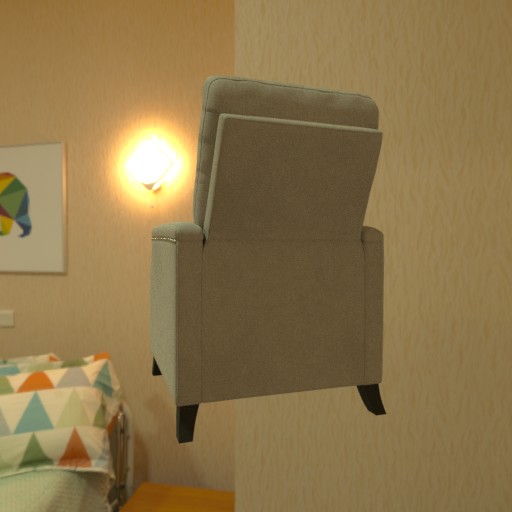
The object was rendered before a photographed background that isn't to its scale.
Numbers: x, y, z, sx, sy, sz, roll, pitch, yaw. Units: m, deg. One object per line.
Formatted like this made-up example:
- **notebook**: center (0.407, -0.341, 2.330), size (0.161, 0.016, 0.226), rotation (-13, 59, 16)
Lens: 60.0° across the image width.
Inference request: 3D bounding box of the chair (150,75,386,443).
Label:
- **chair**: center (0.000, 0.000, 1.667), size (0.710, 1.049, 0.922), rotation (0, 1, -19)
